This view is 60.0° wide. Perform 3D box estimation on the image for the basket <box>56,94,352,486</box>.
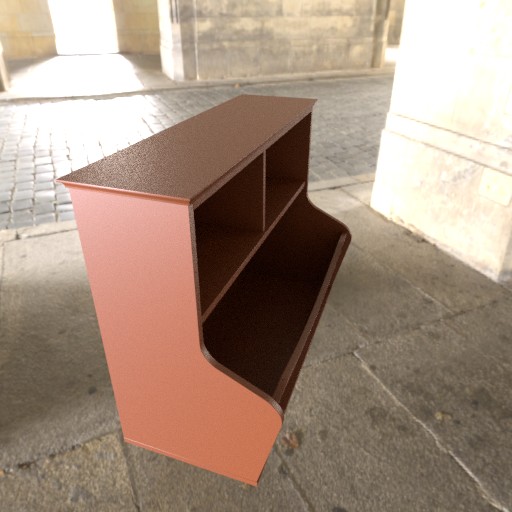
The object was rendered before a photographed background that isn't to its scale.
[{"bbox_3d":[0.000,0.000,1.110,0.376,0.625,0.792,10,31,17],"label":"basket"}]
